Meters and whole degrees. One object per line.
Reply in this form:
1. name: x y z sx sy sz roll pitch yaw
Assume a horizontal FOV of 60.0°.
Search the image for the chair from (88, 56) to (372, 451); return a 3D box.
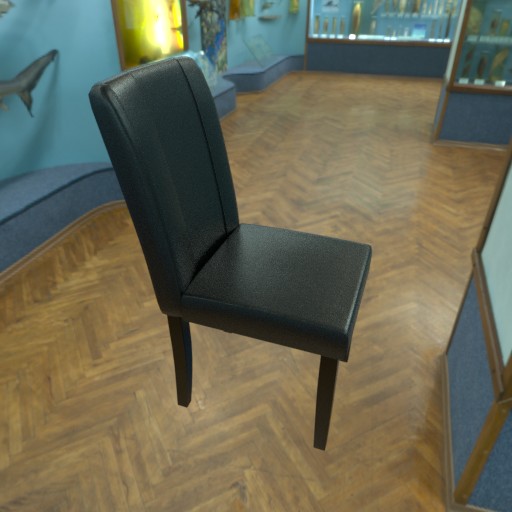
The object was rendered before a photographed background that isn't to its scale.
1. chair: 0.000 0.000 1.151 0.556 0.897 0.399 11 34 17
